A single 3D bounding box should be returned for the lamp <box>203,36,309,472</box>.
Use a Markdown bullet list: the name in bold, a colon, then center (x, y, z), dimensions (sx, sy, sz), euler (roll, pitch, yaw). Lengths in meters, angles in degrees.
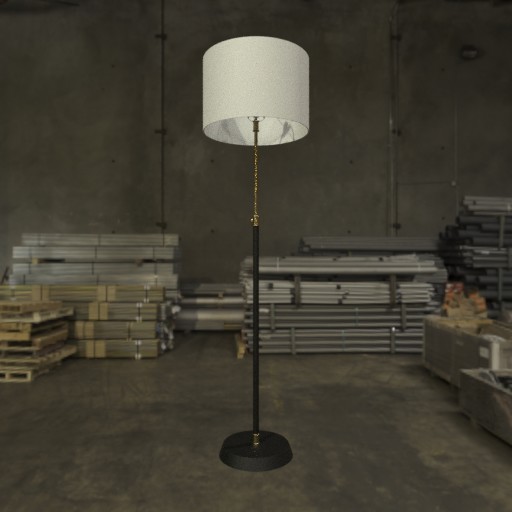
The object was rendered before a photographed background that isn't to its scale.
- **lamp**: center (0.000, 0.000, 1.700), dimensions (0.404, 1.517, 0.404), euler (0, 0, -1)
